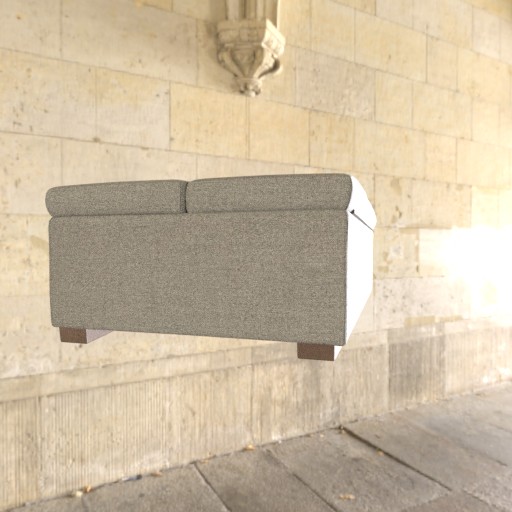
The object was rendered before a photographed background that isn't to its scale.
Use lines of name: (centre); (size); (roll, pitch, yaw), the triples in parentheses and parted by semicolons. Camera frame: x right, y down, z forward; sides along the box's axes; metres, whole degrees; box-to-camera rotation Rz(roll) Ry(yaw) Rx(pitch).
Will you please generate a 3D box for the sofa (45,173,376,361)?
sofa: (0.000, 0.000, 1.628); (0.817, 0.434, 1.250); (0, 1, 17)
